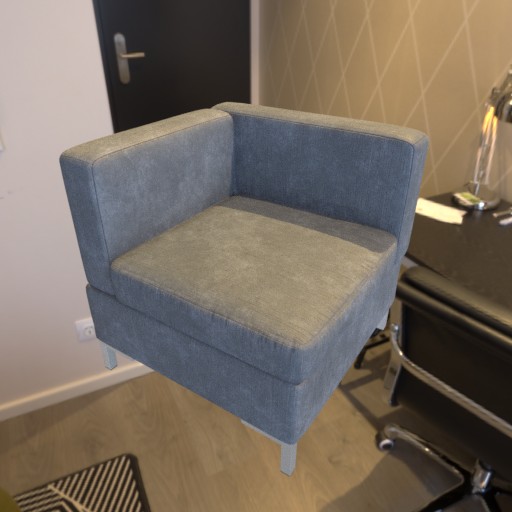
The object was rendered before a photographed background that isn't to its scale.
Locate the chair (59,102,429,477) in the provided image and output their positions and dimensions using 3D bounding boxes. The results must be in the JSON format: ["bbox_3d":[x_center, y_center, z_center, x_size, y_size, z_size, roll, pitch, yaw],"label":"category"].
[{"bbox_3d":[0.000,0.000,1.218,0.680,0.660,0.680,19,35,28],"label":"chair"}]
